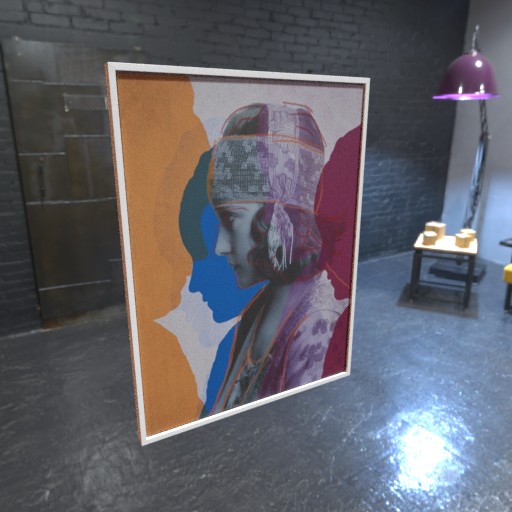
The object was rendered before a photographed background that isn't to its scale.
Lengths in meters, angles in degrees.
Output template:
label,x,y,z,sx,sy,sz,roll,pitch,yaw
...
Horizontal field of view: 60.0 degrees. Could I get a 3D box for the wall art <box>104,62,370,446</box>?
label,x,y,z,sx,sy,sz,roll,pitch,yaw
wall art,0.000,0.000,1.362,0.795,1.050,0.039,-9,19,-28
